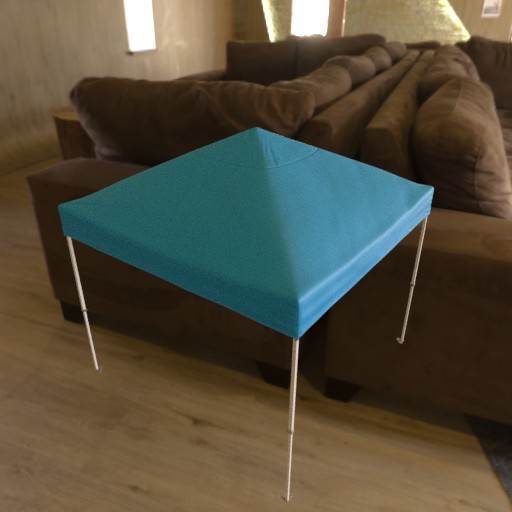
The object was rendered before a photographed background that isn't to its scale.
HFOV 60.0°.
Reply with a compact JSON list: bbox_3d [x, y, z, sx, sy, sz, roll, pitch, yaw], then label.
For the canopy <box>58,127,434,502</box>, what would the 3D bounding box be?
[{"bbox_3d":[0.000,0.000,5.254,2.998,2.997,2.996,19,34,32],"label":"canopy"}]
